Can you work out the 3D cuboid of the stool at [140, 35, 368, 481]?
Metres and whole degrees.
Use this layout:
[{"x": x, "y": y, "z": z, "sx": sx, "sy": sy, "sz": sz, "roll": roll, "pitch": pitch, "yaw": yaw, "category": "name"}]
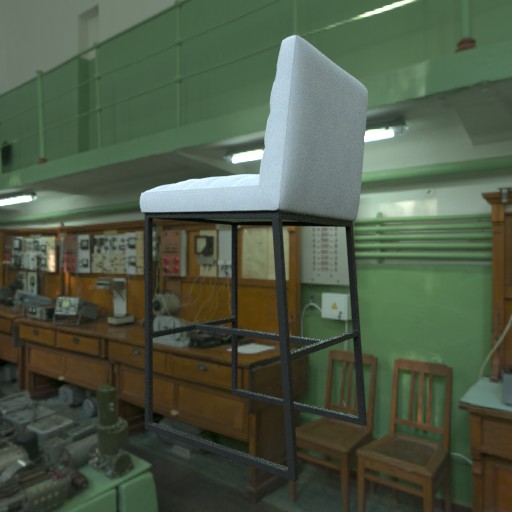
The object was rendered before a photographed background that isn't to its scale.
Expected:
[{"x": 0.000, "y": 0.000, "z": 1.379, "sx": 0.573, "sy": 1.061, "sz": 0.464, "roll": 0, "pitch": 0, "yaw": 36, "category": "stool"}]
